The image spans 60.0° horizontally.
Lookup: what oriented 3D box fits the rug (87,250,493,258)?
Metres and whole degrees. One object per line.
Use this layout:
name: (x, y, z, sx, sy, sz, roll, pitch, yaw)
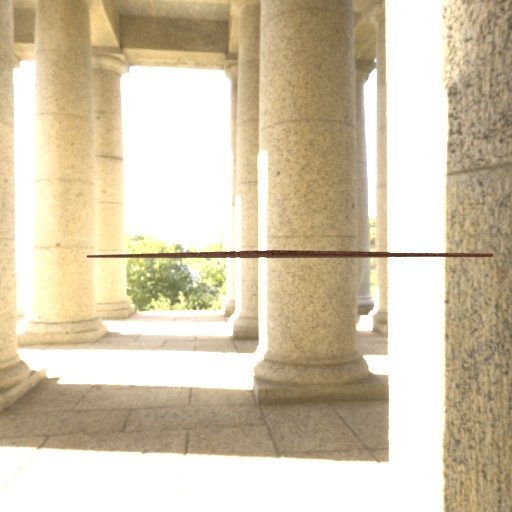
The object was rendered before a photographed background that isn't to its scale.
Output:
rug: (0.000, 0.000, 2.302, 1.219, 0.016, 1.829, 0, -1, -36)
